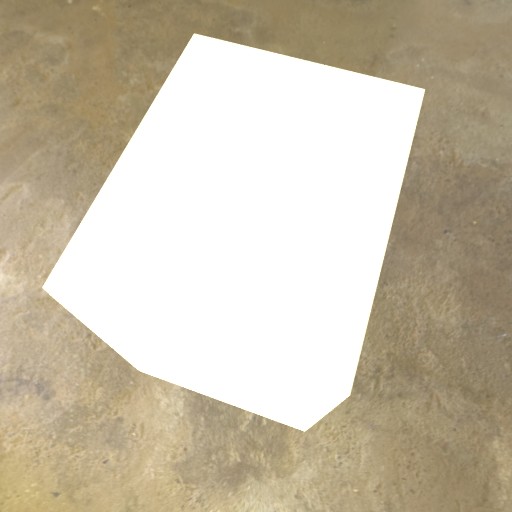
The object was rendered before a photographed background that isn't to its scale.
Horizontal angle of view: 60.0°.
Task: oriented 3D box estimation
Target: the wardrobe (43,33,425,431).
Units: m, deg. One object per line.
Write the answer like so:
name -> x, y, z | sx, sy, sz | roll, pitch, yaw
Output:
wardrobe -> 0.000, 0.000, 0.868 | 0.400, 0.520, 0.500 | 17, 65, 8
